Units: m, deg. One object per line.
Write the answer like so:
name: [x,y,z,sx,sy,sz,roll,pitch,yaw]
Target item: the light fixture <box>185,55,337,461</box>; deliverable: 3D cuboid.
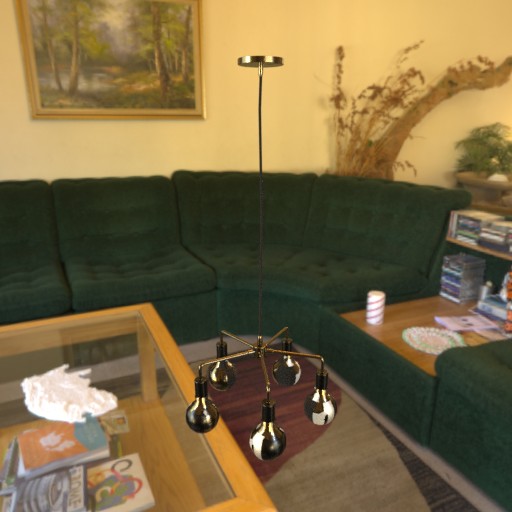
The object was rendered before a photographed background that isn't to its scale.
light fixture: [0.000,0.000,1.211,0.438,0.988,0.421,-15,22,-40]
